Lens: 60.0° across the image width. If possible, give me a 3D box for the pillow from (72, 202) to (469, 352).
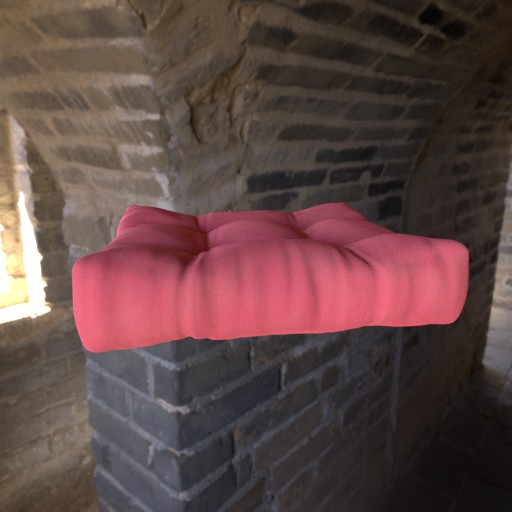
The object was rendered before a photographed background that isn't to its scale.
[{"bbox_3d":[0.000,0.000,0.741,0.490,0.128,0.468,-2,14,-8],"label":"pillow"}]
